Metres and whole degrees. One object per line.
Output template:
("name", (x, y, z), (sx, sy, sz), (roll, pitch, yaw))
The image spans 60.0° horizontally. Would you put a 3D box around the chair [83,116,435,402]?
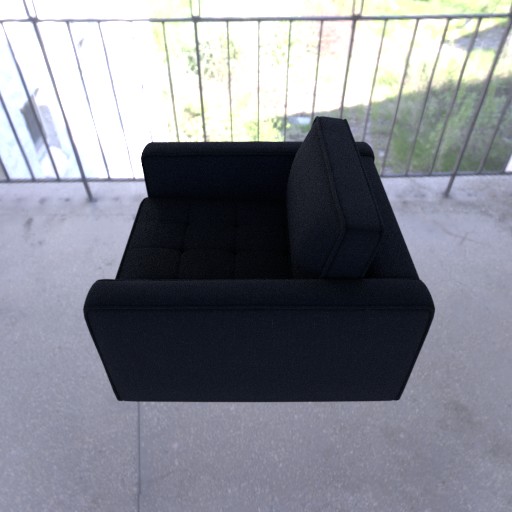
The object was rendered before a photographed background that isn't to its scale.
("chair", (0.000, 0.000, 1.569), (0.920, 0.770, 0.899), (0, 42, 0))
